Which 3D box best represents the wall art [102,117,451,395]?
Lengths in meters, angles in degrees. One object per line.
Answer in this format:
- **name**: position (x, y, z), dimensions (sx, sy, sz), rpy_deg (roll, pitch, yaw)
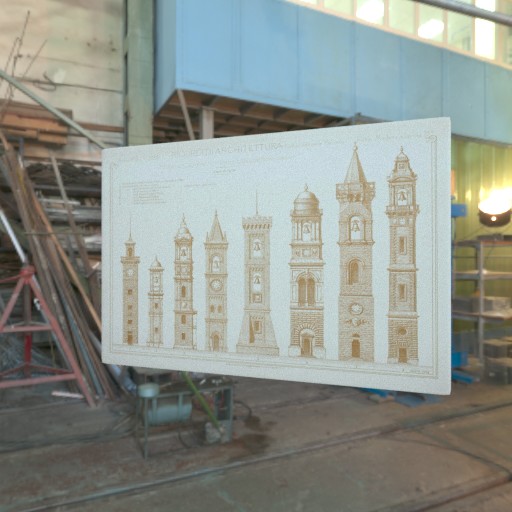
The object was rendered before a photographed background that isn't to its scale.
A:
- **wall art**: position (0.000, 0.000, 0.472), dimensions (0.380, 0.254, 0.019), rpy_deg (0, 0, 19)
